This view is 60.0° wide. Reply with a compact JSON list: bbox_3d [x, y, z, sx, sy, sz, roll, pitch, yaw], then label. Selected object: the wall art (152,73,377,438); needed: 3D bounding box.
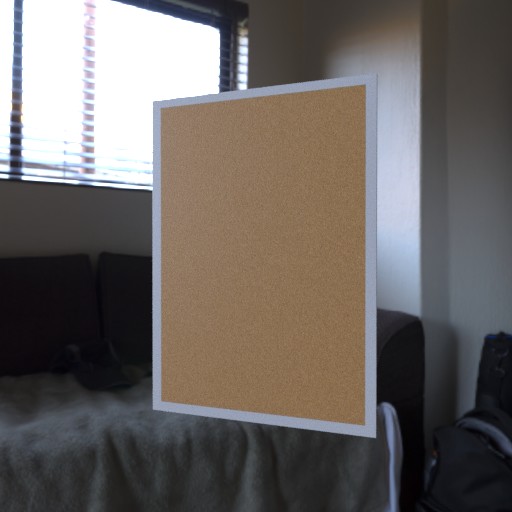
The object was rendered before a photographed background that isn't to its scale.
[{"bbox_3d":[0.000,0.000,1.251,0.659,0.940,0.013,0,1,18],"label":"wall art"}]
